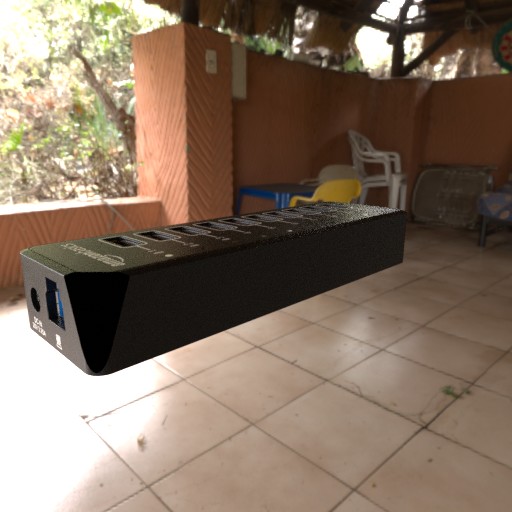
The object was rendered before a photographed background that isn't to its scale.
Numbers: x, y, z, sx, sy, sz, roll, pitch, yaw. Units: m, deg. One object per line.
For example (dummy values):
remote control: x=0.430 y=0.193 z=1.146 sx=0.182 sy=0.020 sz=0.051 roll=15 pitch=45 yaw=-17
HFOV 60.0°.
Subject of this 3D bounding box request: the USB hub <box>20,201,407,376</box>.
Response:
USB hub: x=0.000 y=0.000 z=0.160 sx=0.145 sy=0.023 sz=0.044 roll=-14 pitch=20 yaw=-43
